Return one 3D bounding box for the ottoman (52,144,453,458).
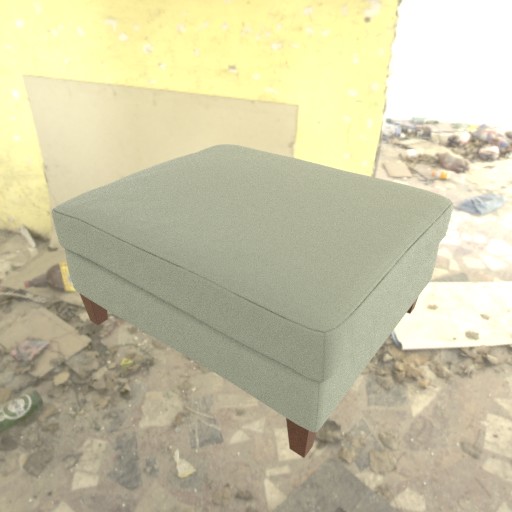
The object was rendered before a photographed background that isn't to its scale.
[{"bbox_3d":[0.000,0.000,1.484,0.991,0.494,0.842,21,37,31],"label":"ottoman"}]
